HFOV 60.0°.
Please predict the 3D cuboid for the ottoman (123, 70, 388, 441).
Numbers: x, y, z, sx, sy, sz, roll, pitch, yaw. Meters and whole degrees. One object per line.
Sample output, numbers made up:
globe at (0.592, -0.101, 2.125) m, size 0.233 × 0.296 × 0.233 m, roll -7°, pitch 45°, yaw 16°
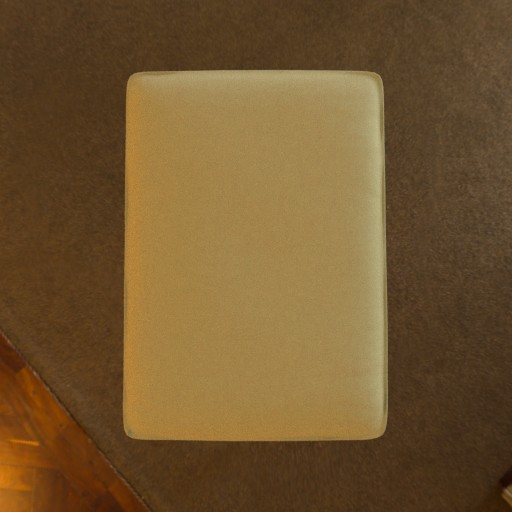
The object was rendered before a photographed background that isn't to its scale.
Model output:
ottoman at (0.000, 0.000, 1.181) m, size 0.611 × 0.482 × 0.848 m, roll 0°, pitch 88°, yaw 0°
